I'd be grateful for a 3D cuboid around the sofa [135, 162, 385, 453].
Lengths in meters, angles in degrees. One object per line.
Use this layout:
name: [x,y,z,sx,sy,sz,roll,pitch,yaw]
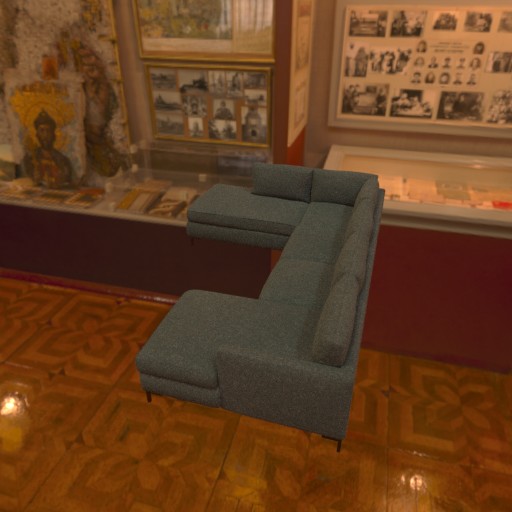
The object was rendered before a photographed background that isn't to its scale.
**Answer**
sofa: [0.000,0.000,3.907,2.007,0.813,2.956,9,31,15]
